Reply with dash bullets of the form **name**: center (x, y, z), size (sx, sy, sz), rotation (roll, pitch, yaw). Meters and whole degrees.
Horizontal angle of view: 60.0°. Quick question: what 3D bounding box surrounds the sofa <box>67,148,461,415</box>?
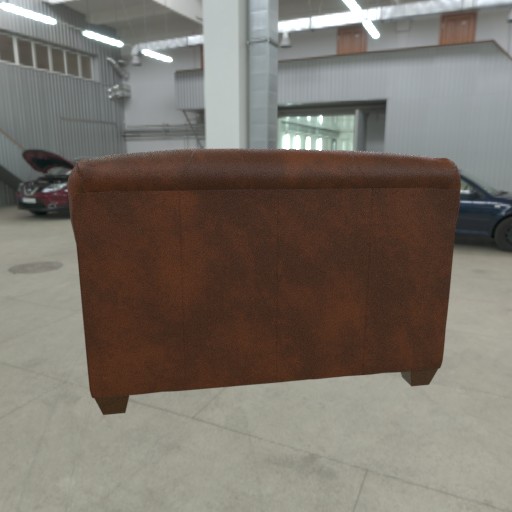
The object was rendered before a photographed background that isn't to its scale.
- **sofa**: center (0.000, 0.000, 2.062), size (1.413, 0.956, 1.000), rotation (-2, 13, -10)
